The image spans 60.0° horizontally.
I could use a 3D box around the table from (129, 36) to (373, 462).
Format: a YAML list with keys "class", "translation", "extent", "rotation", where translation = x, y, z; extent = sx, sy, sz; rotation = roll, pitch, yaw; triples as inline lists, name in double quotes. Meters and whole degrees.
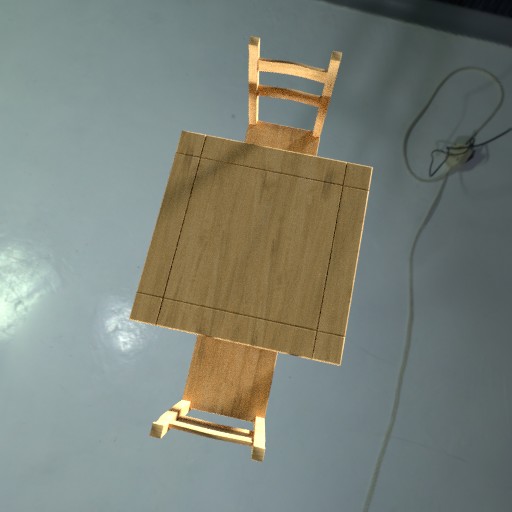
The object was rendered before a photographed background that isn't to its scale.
- class: "table"
  translation: [0.000, 0.000, 2.009]
  extent: [0.813, 0.942, 1.501]
  rotation: [12, 76, 3]
